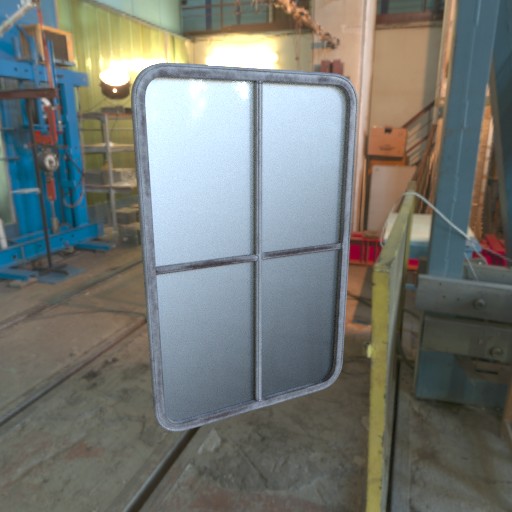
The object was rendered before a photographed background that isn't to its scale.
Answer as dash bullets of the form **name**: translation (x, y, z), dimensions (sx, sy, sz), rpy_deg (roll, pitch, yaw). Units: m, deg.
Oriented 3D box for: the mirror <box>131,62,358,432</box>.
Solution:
- **mirror**: translation (0.000, 0.000, 0.908), dimensions (0.461, 0.713, 0.024), rpy_deg (-8, 18, -25)
